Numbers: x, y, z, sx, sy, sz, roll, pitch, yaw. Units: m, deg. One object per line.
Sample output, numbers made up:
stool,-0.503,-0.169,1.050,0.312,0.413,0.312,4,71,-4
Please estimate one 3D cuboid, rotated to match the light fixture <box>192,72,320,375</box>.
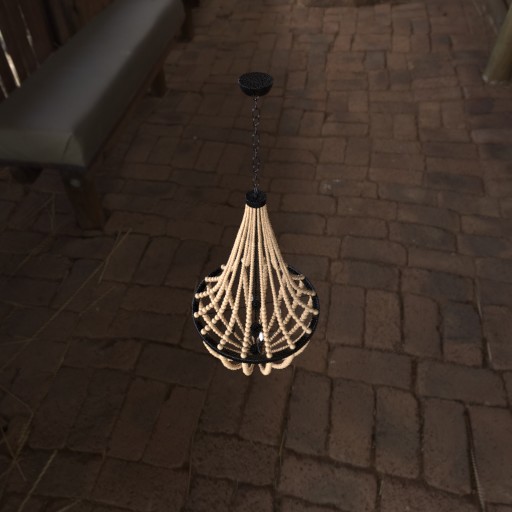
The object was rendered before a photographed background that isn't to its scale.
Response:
light fixture,0.000,0.000,1.387,0.450,1.133,0.450,0,47,0
